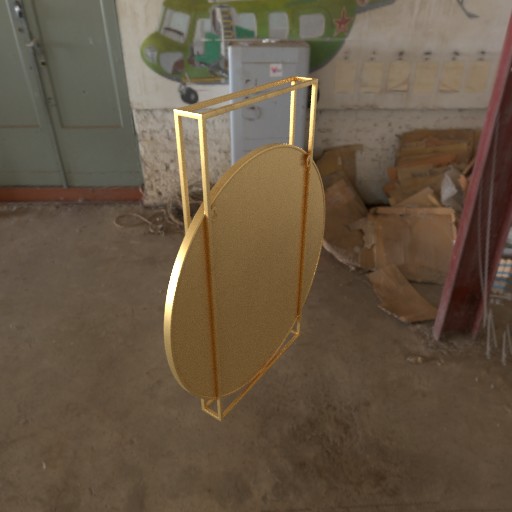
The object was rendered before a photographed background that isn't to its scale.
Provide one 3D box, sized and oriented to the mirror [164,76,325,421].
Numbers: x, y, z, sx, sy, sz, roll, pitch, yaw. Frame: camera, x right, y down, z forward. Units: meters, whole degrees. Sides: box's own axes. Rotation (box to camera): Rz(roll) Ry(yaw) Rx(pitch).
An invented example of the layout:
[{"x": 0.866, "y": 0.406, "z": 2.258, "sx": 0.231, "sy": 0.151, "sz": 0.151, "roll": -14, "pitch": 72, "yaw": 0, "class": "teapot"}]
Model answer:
[{"x": 0.000, "y": 0.000, "z": 0.852, "sx": 0.051, "sy": 0.603, "sz": 0.508, "roll": 20, "pitch": 37, "yaw": 29, "class": "mirror"}]
